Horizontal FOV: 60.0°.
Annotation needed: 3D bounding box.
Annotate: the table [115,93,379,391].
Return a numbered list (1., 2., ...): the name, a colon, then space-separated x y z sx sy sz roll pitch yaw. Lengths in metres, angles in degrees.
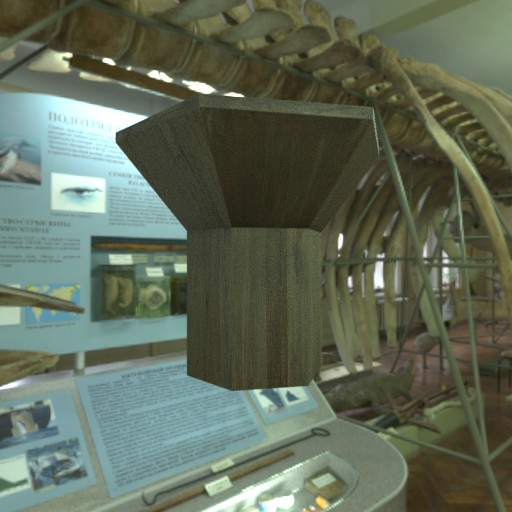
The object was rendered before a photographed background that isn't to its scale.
1. table: 0.000 0.000 1.126 0.592 0.586 0.683 0 0 17
